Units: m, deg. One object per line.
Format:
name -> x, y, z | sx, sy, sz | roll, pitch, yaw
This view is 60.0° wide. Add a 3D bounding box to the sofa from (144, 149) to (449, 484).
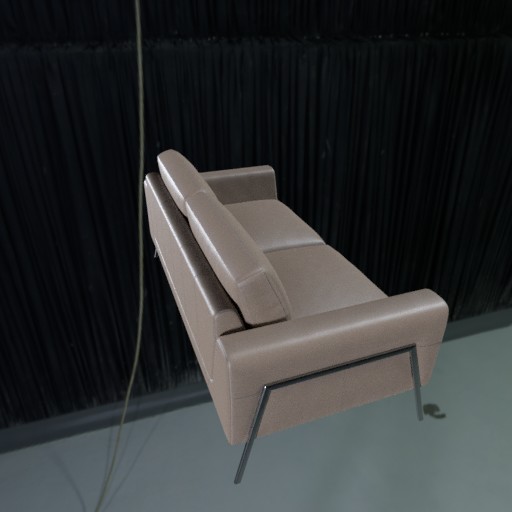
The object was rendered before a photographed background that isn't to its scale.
sofa -> 0.000, 0.000, 2.537 | 0.953, 0.875, 2.017 | -10, 31, -18
